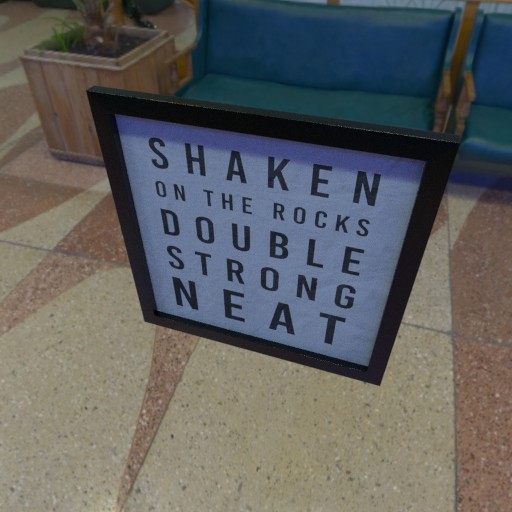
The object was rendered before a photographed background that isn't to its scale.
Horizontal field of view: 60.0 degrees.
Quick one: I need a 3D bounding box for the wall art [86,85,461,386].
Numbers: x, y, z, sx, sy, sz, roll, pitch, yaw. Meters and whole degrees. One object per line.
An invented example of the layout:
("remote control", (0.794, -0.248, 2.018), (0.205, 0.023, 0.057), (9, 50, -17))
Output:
("wall art", (0.000, 0.000, 0.516), (0.349, 0.349, 0.014), (12, 43, 14))
